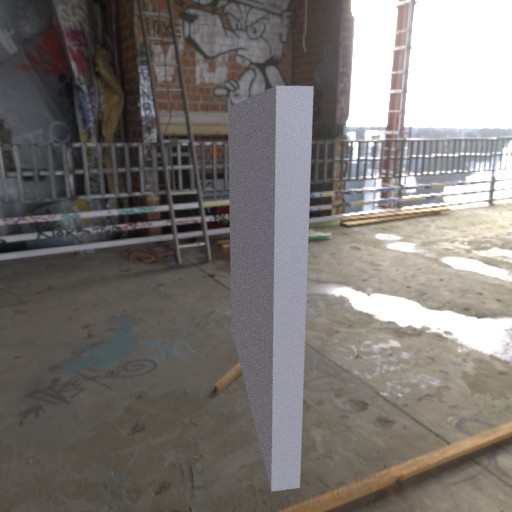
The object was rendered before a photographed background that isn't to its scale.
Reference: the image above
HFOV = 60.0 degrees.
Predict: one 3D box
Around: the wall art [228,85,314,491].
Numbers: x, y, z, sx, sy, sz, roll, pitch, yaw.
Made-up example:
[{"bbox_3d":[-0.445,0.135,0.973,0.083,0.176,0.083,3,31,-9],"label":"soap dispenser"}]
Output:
[{"bbox_3d":[0.000,0.000,0.534,0.027,0.355,0.355,-3,16,-9],"label":"wall art"}]
